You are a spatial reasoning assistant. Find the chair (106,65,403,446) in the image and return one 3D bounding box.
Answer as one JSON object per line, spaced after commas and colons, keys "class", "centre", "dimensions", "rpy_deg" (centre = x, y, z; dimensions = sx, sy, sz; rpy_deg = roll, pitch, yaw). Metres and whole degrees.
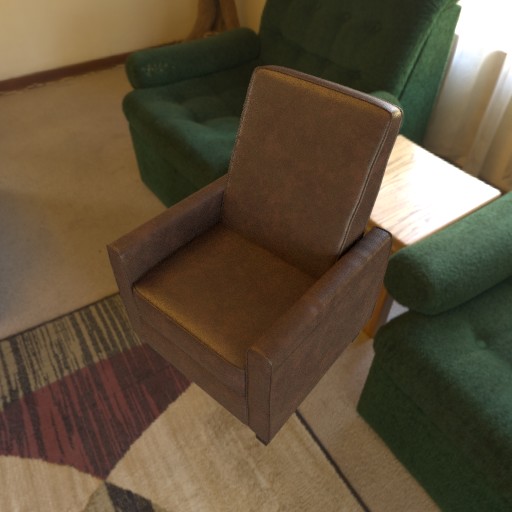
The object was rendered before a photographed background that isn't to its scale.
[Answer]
{"class": "chair", "centre": [0.000, 0.000, 1.539], "dimensions": [0.705, 1.013, 0.746], "rpy_deg": [31, 53, 27]}
